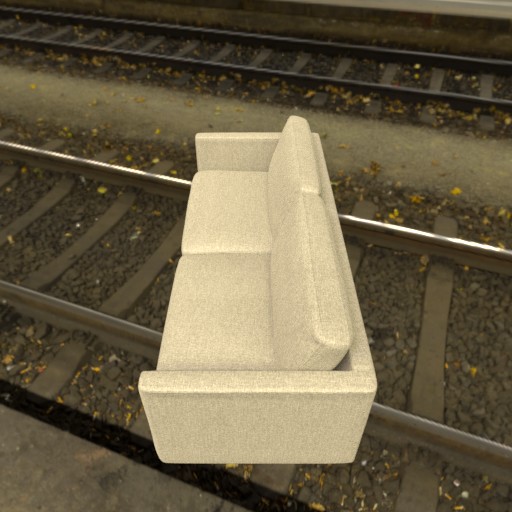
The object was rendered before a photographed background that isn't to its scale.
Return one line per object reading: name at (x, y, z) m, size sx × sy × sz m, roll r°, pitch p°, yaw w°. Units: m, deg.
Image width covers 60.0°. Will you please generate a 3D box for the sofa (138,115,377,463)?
sofa at (0.000, 0.000, 2.678) m, size 0.956 × 0.960 × 2.208 m, roll 0°, pitch 41°, yaw 0°
